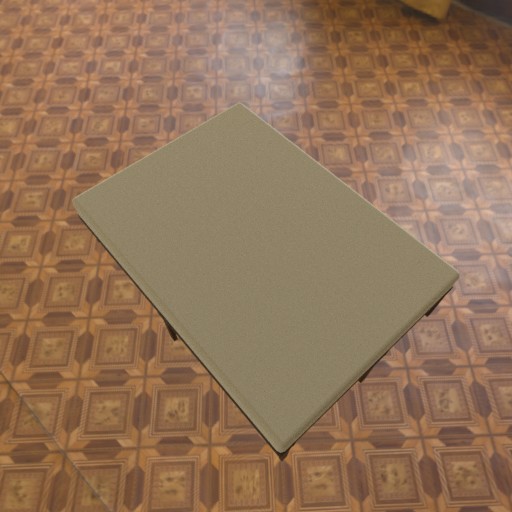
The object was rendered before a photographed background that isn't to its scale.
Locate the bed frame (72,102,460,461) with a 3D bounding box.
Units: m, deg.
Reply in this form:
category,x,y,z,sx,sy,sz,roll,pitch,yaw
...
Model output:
category,x,y,z,sx,sy,sz,roll,pitch,yaw
bed frame,0.000,0.000,3.826,2.205,0.680,2.842,-30,63,-17
